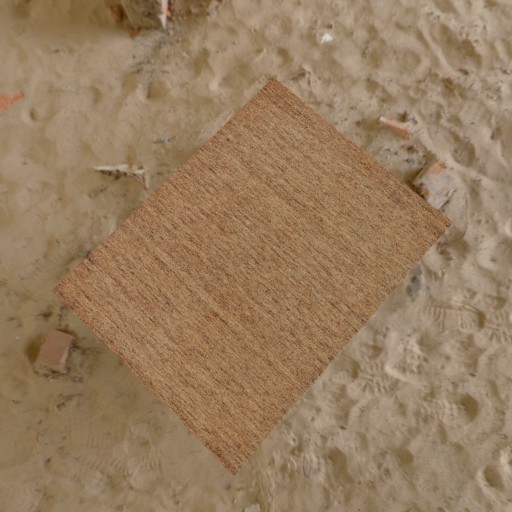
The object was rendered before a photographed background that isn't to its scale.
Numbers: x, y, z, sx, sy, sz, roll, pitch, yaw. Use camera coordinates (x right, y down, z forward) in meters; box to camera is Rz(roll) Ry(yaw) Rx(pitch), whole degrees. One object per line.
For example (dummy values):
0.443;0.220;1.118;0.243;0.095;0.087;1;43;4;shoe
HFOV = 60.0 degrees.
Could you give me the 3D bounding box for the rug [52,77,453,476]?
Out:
0.000;0.000;4.379;2.438;0.012;3.200;42;80;9;rug
